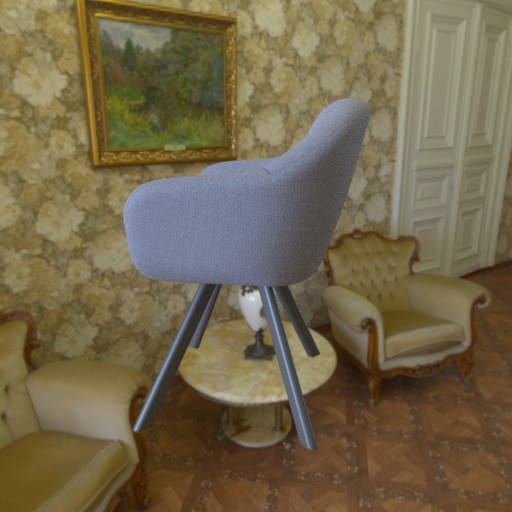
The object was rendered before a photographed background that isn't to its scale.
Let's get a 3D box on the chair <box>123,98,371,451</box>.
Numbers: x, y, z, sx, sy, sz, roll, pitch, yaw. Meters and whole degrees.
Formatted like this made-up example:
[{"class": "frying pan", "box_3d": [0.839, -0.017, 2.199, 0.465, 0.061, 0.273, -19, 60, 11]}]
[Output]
[{"class": "chair", "box_3d": [0.000, 0.000, 1.191, 0.550, 0.795, 0.590, 2, 16, 8]}]
